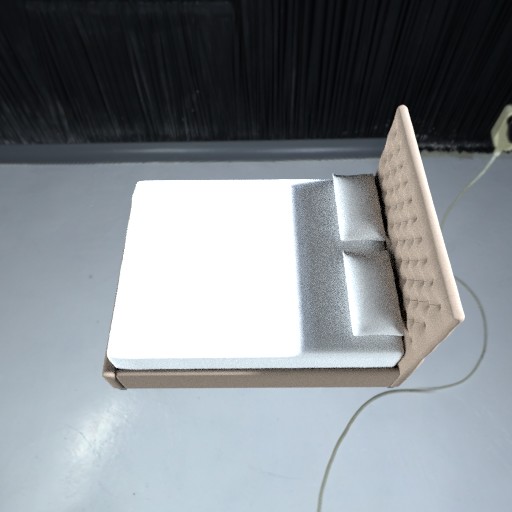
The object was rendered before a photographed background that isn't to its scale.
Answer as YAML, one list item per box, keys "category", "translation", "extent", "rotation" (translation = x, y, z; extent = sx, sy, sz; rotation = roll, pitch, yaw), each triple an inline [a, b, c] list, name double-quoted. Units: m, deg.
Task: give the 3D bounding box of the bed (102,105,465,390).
- category: "bed"
  translation: [0.000, 0.000, 3.363]
  extent: [2.233, 1.426, 1.696]
  rotation: [0, 59, 0]
